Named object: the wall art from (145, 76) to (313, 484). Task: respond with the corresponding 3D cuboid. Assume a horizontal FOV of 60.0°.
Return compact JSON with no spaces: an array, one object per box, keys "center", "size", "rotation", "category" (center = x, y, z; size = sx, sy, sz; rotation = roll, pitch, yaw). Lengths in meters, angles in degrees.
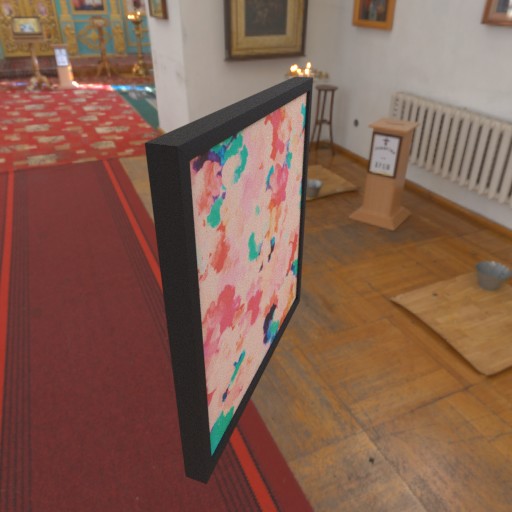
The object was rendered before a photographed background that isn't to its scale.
[{"center":[0.000,0.000,0.746],"size":[0.036,0.503,0.506],"rotation":[10,31,18],"category":"wall art"}]
